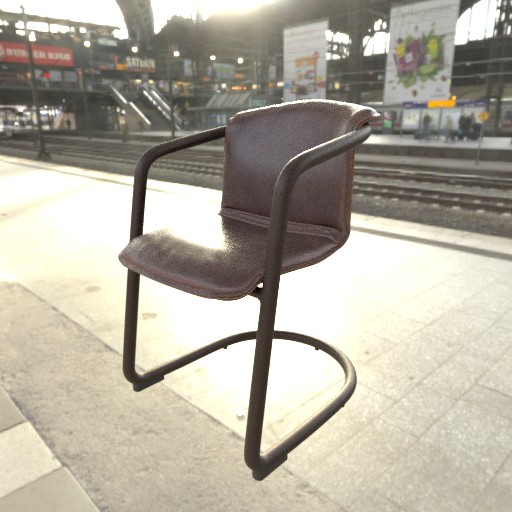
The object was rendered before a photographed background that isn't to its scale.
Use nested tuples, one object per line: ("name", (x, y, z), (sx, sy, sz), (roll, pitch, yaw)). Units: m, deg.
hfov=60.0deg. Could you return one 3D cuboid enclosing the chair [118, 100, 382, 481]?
("chair", (0.000, 0.000, 1.234), (0.536, 0.836, 0.664), (15, 23, 41))
